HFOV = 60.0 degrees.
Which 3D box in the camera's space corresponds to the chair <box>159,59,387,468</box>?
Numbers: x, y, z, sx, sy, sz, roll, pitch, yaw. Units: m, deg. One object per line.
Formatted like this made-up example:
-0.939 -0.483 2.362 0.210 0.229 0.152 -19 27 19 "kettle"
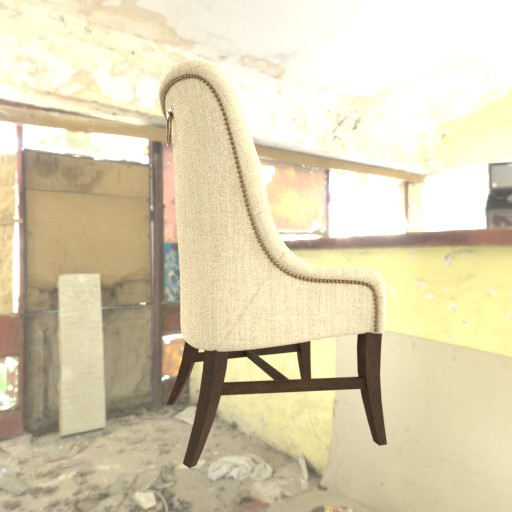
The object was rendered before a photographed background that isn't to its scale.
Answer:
0.000 0.000 1.468 0.629 1.091 0.634 0 0 -16 "chair"
